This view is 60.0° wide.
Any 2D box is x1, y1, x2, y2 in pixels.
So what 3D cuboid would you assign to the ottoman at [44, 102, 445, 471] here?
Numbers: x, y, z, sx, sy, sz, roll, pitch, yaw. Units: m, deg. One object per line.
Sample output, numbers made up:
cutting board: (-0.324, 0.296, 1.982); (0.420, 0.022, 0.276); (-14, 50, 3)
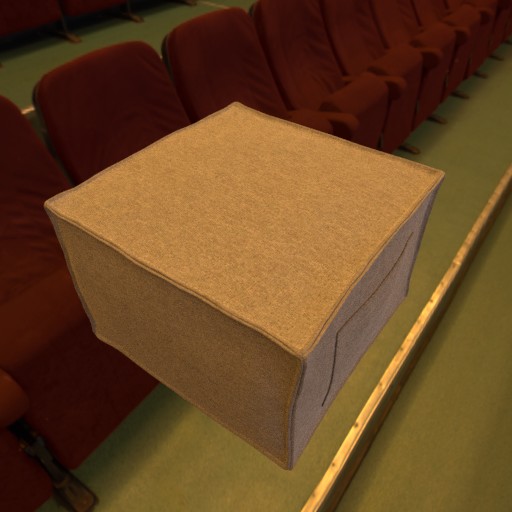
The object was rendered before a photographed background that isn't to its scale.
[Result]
ottoman: (0.000, 0.000, 1.161); (0.696, 0.470, 0.707); (26, 49, 26)
